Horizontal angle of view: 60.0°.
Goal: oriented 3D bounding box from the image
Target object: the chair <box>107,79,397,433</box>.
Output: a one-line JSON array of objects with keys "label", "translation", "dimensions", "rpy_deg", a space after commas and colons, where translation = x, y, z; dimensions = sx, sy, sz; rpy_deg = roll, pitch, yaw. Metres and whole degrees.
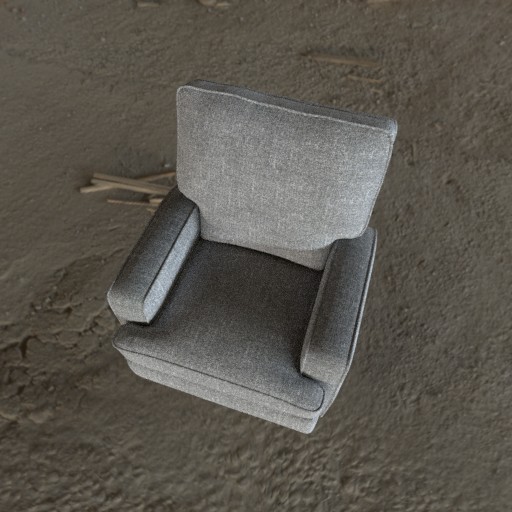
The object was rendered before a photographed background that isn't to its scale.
[{"label": "chair", "translation": [0.000, 0.000, 1.671], "dimensions": [0.861, 0.962, 0.964], "rpy_deg": [15, 58, 10]}]
